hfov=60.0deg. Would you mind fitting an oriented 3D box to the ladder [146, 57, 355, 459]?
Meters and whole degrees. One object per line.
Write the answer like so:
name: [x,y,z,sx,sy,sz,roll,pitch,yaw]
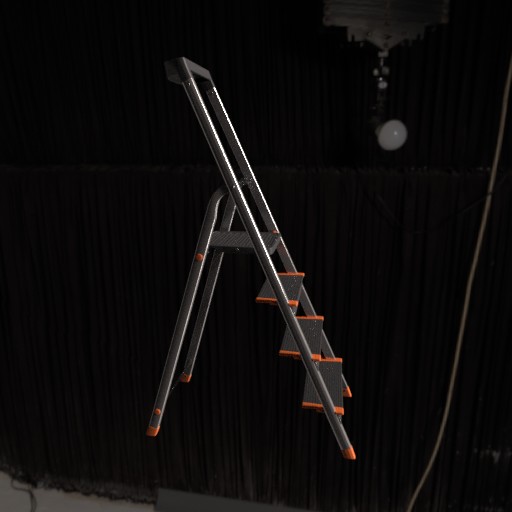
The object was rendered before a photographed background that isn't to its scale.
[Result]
ladder: [0.000,0.000,1.768,0.834,1.429,0.452,2,15,9]
